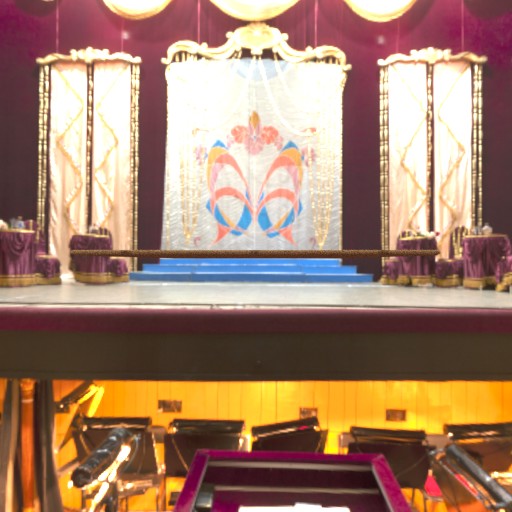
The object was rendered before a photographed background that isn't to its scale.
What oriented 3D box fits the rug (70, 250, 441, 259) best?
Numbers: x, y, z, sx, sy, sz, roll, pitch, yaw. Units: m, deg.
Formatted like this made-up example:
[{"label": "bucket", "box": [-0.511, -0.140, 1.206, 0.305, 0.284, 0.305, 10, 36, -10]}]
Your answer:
[{"label": "rug", "box": [0.000, 0.000, 3.479, 1.801, 0.026, 2.701, 0, -1, 0]}]
